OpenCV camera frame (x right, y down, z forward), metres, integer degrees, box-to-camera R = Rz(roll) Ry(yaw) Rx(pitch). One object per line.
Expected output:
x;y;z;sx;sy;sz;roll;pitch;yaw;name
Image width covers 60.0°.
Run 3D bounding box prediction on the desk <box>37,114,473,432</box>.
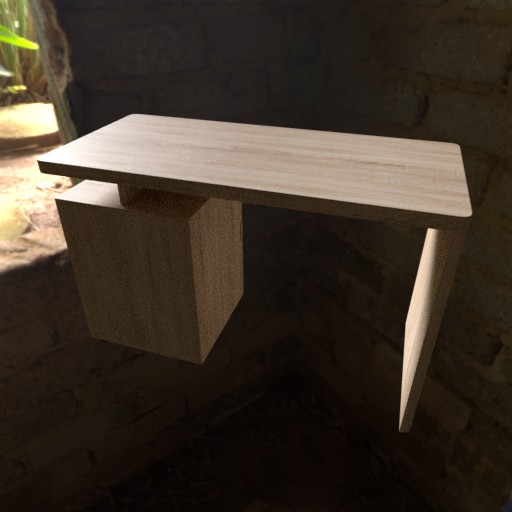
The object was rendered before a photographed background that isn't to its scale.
0.000;0.000;1.566;1.200;0.760;0.550;10;34;15;desk
